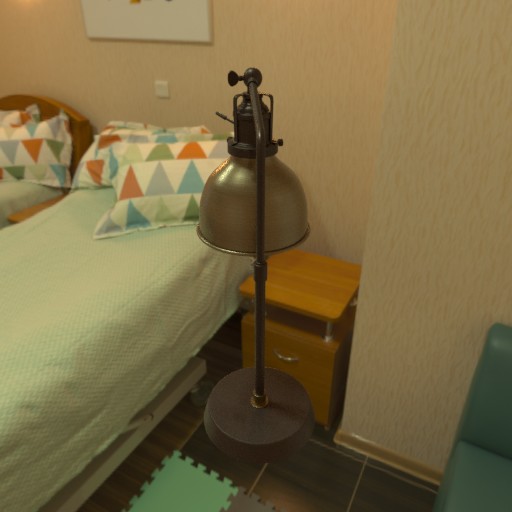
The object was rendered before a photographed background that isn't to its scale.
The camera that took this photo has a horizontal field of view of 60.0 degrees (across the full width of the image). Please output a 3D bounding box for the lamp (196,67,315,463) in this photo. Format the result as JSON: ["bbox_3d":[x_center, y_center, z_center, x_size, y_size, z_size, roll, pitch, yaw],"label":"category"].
[{"bbox_3d":[0.000,0.000,0.609,0.175,0.469,0.298,0,28,-1],"label":"lamp"}]
